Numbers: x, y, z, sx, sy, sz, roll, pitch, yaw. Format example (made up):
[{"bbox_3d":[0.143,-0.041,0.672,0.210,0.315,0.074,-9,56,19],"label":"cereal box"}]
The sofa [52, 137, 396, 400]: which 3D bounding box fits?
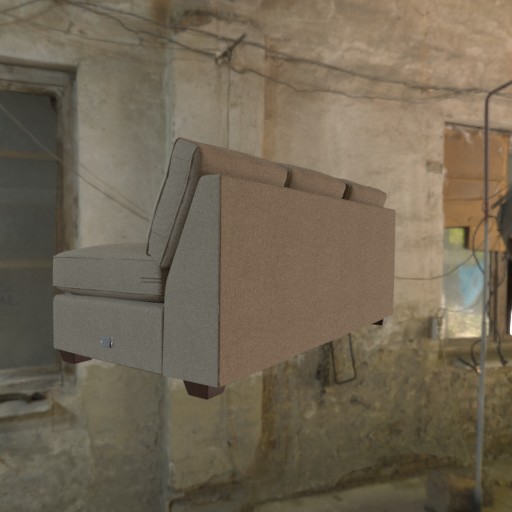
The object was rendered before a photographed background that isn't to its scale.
[{"bbox_3d":[0.000,0.000,2.763,1.127,1.036,2.092,1,2,34],"label":"sofa"}]
